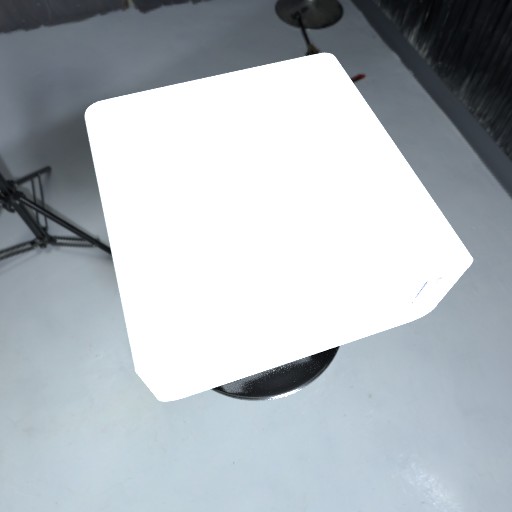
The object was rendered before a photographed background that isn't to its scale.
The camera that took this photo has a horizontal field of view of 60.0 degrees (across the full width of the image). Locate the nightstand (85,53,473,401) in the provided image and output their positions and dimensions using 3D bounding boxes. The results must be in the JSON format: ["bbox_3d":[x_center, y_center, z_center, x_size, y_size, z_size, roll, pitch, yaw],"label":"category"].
[{"bbox_3d":[0.000,0.000,0.754,0.399,0.447,0.404,-16,60,-9],"label":"nightstand"}]
